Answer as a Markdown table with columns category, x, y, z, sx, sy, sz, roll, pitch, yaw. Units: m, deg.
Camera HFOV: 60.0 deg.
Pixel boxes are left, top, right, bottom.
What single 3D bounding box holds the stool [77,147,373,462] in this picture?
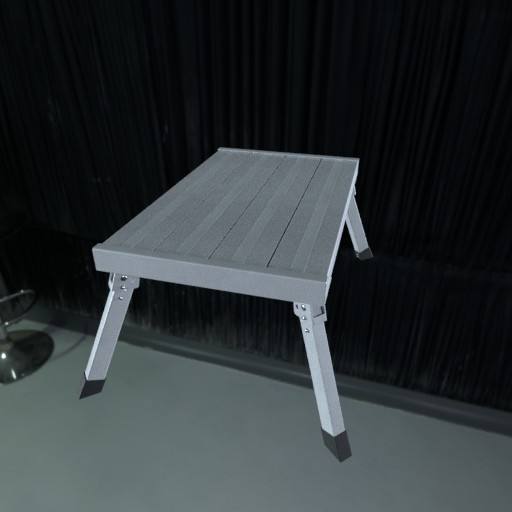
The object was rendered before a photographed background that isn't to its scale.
| category | x | y | z | sx | sy | sz | roll | pitch | yaw |
| --- | --- | --- | --- | --- | --- | --- | --- | --- | --- |
| stool | 0.000 | 0.000 | 0.743 | 0.385 | 0.225 | 0.535 | 8 | 30 | 14 |
